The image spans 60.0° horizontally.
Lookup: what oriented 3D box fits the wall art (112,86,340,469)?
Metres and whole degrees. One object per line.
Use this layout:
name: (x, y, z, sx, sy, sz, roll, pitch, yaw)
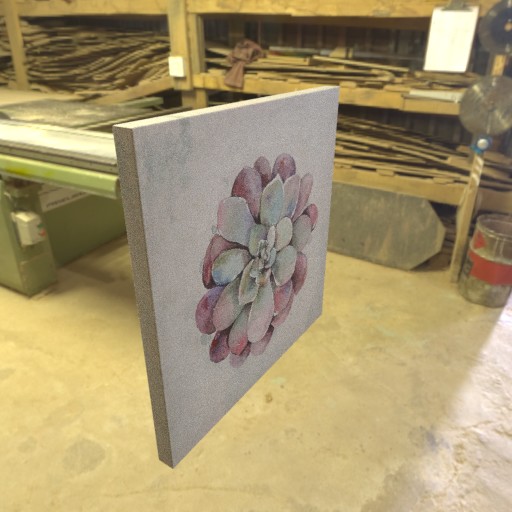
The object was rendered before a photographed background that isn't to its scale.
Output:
wall art: (0.000, 0.000, 0.907, 0.044, 0.605, 0.605, 17, 31, 30)
